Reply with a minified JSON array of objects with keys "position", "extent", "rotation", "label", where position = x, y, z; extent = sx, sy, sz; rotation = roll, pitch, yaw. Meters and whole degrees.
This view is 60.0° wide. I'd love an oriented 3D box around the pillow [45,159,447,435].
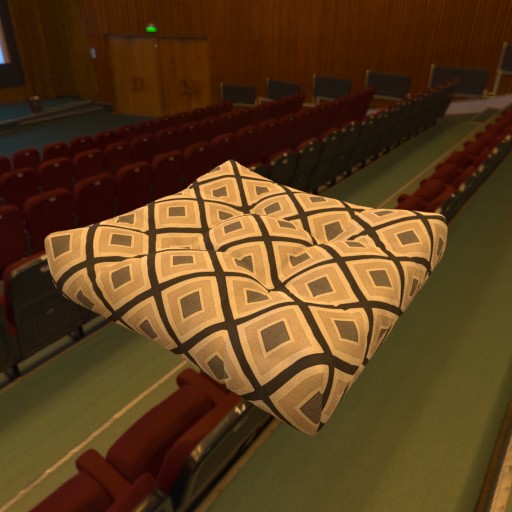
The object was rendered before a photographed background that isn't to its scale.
[{"position":[0.000,0.000,0.724],"extent":[0.490,0.128,0.468],"rotation":[21,36,30],"label":"pillow"}]
